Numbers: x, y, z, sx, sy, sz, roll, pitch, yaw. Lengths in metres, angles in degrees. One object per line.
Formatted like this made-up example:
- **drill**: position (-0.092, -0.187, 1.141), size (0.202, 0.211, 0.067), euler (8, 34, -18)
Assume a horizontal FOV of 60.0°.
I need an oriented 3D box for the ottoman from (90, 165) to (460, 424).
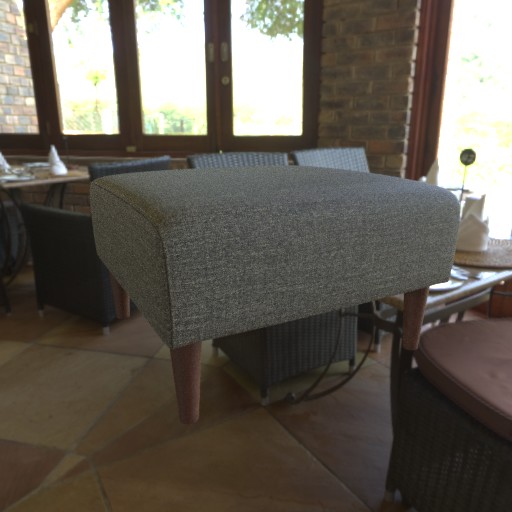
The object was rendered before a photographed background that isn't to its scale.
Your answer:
- **ottoman**: position (0.000, 0.000, 1.075), size (0.655, 0.399, 0.648), euler (-9, 19, -28)
